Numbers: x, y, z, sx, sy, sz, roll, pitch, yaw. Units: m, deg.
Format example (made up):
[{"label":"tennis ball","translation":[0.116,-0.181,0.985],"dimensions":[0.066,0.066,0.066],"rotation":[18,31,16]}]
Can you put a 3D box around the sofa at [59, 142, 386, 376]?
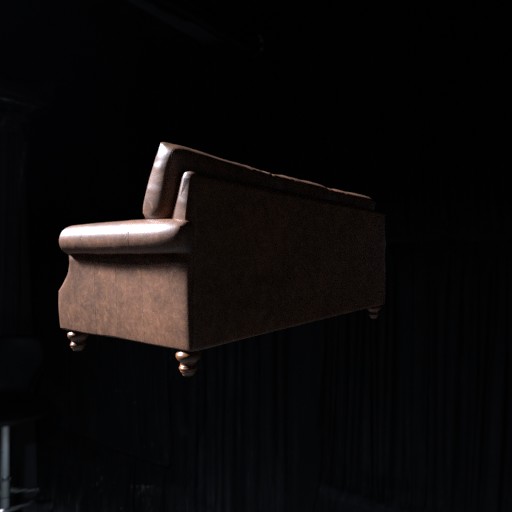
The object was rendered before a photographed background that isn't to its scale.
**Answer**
[{"label":"sofa","translation":[0.000,0.000,2.903],"dimensions":[0.973,0.977,2.351],"rotation":[0,0,36]}]
